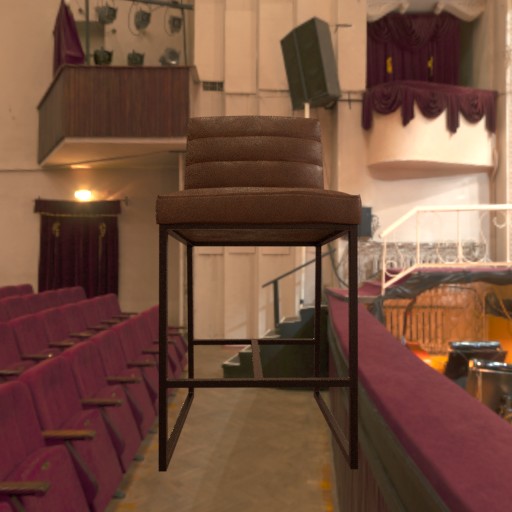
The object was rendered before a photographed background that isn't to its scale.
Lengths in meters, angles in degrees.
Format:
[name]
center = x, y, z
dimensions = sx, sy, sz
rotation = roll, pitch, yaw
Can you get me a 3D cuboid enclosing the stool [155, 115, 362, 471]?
[stool]
center = 0.000, 0.000, 1.232
dimensions = 0.463, 0.942, 0.562
rotation = 0, -1, -1
